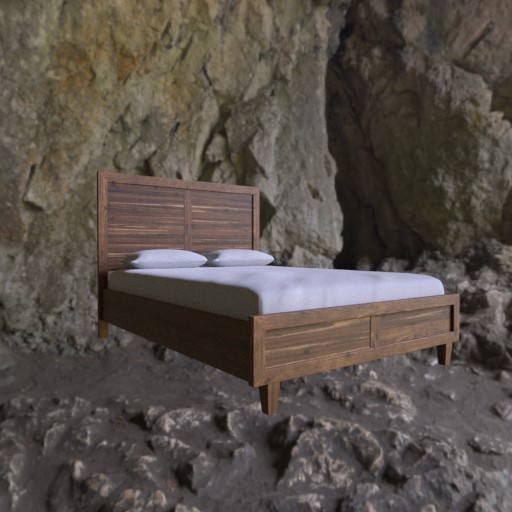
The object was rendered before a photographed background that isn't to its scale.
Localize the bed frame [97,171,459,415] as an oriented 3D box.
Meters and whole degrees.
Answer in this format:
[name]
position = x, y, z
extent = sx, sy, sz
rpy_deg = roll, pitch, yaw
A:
[bed frame]
position = 0.000, 0.000, 3.367
extent = 1.696, 1.417, 2.276
rpy_deg = -1, 1, -36
